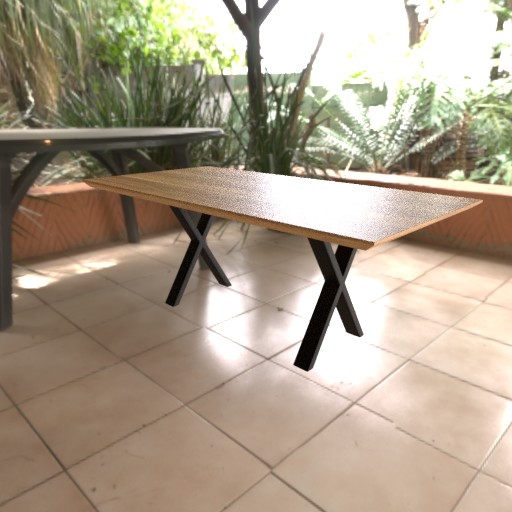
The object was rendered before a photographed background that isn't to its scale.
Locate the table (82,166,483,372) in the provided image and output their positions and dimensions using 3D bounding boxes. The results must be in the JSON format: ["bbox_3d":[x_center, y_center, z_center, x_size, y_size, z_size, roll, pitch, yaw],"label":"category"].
[{"bbox_3d":[0.000,0.000,2.520,2.000,0.770,1.000,16,24,41],"label":"table"}]
